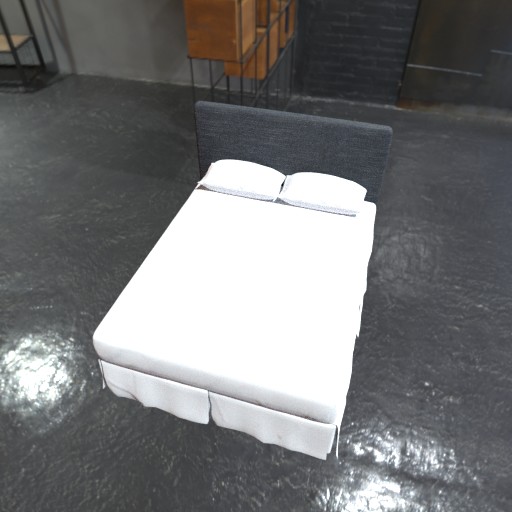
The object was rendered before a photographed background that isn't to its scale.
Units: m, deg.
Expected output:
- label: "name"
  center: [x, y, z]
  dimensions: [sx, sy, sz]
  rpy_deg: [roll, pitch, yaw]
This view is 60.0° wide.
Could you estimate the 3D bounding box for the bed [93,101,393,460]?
- label: "bed"
  center: [0.000, 0.000, 3.313]
  dimensions: [1.723, 1.330, 2.142]
  rpy_deg: [12, 44, 12]
